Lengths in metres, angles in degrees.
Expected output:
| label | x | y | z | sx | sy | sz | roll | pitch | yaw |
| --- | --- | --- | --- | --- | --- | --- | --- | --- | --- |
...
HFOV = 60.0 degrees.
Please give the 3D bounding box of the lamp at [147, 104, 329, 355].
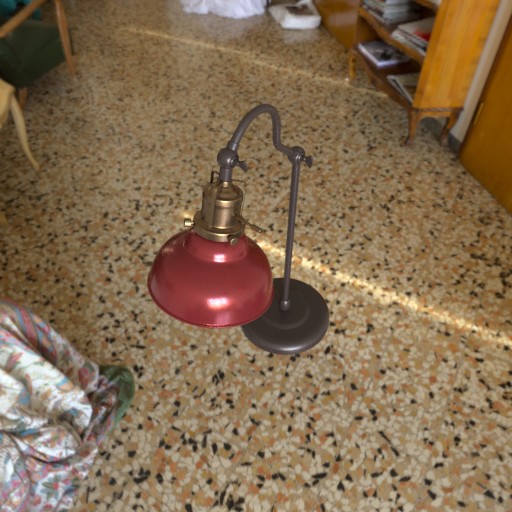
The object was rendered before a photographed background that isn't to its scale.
| label | x | y | z | sx | sy | sz | roll | pitch | yaw |
| --- | --- | --- | --- | --- | --- | --- | --- | --- | --- |
| lamp | 0.000 | 0.000 | 0.709 | 0.192 | 0.508 | 0.374 | 31 | 54 | 27 |
